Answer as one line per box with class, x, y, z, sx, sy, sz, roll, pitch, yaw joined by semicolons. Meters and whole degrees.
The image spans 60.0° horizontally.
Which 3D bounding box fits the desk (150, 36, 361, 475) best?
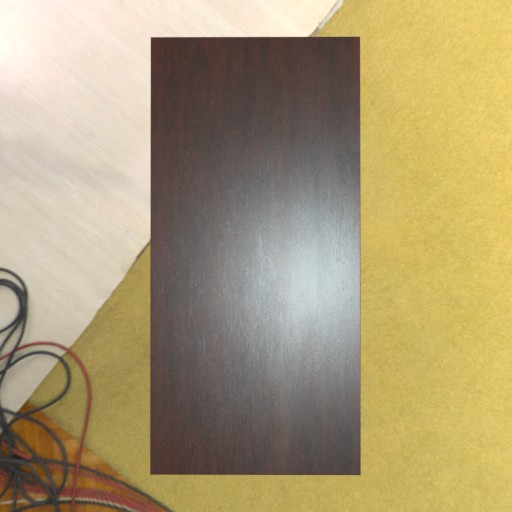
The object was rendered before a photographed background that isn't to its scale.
desk;0.000;0.000;1.669;0.612;0.758;1.277;0;90;0
